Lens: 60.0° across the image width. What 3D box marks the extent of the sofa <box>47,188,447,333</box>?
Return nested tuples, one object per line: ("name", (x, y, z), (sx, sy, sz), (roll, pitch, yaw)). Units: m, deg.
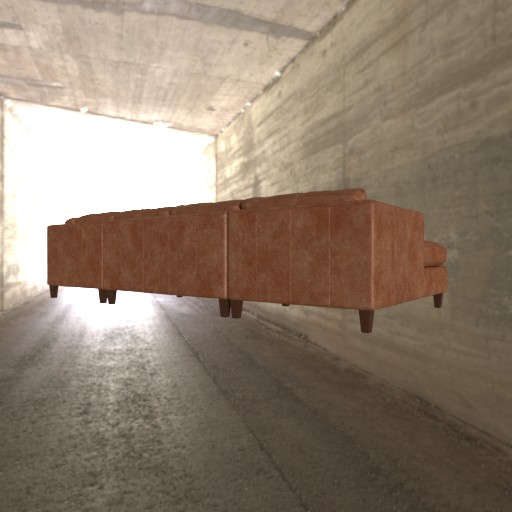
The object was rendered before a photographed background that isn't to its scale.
("sofa", (0.000, 0.000, 4.350), (3.401, 0.832, 2.430), (0, 0, 37))
